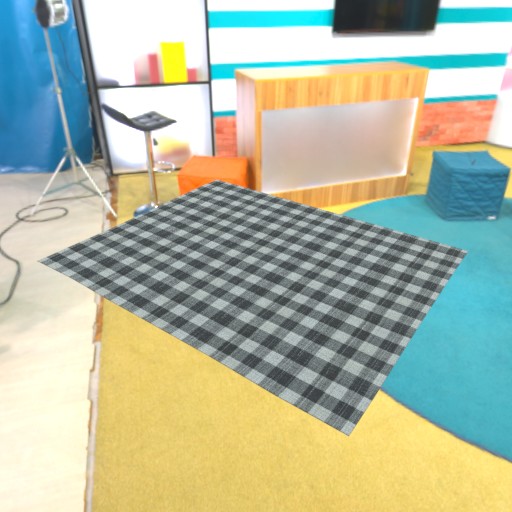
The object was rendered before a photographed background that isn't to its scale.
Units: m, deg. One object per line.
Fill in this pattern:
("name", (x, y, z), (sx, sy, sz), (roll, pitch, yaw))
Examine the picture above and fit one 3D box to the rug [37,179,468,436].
("rug", (0.000, 0.000, 3.971), (3.021, 0.013, 2.432), (21, 37, 31))
